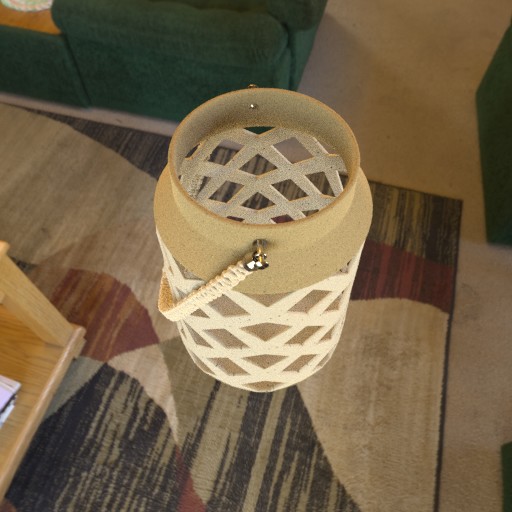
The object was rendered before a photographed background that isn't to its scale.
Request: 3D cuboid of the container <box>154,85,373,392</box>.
[{"bbox_3d":[0.000,0.000,0.347,0.172,0.229,0.163,-2,59,-1],"label":"container"}]
